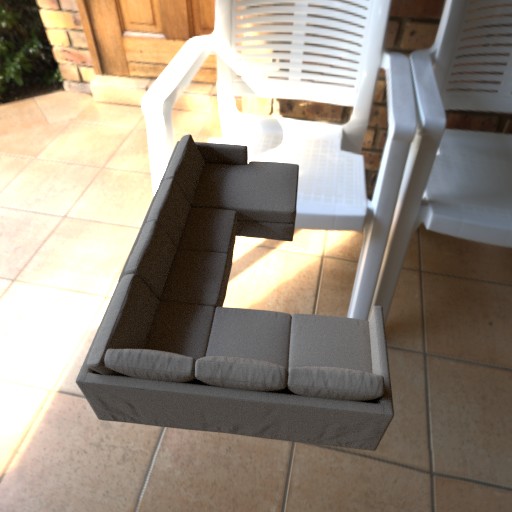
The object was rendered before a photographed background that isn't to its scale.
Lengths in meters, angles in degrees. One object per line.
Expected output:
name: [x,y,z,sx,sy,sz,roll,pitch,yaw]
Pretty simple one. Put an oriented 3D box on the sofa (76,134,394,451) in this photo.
sofa: [0.000,0.000,4.669,2.427,0.882,3.460,5,46,4]
